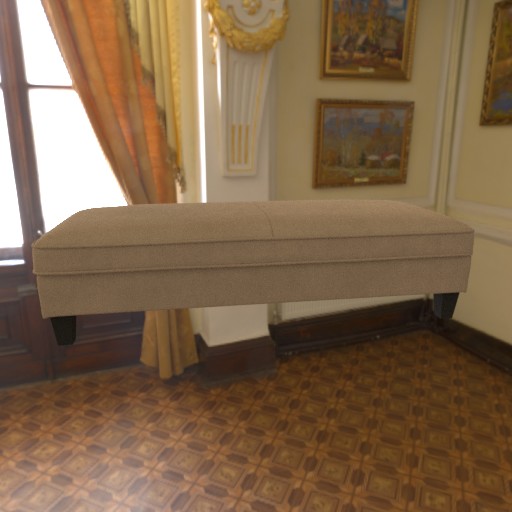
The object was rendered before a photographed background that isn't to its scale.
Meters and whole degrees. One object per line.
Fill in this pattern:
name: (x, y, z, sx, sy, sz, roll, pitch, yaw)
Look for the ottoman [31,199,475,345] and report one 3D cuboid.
ottoman: (0.000, 0.000, 2.035, 1.726, 0.460, 0.735, -2, 15, -9)
